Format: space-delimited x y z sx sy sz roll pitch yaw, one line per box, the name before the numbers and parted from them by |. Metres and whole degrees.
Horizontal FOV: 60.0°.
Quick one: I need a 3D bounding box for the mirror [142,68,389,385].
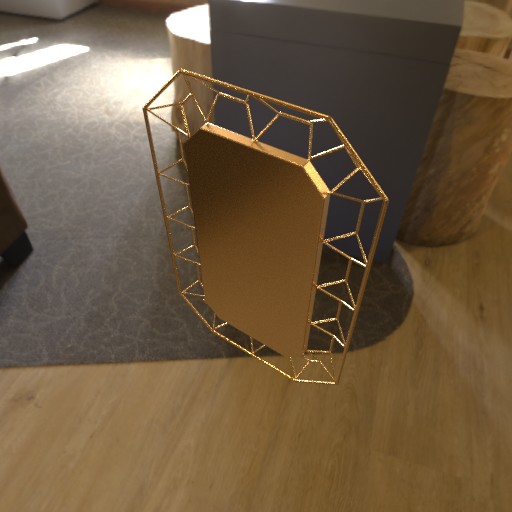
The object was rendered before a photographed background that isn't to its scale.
mirror | 0.000 0.000 1.101 0.572 0.870 0.051 26 52 23
